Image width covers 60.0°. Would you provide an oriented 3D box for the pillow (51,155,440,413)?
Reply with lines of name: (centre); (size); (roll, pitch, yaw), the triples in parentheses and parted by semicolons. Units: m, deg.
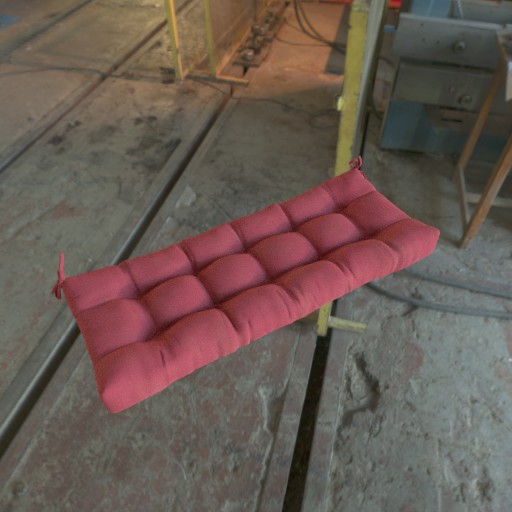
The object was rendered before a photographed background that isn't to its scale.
pillow: (0.000, 0.000, 1.405); (1.194, 0.174, 0.511); (-23, 51, -20)
